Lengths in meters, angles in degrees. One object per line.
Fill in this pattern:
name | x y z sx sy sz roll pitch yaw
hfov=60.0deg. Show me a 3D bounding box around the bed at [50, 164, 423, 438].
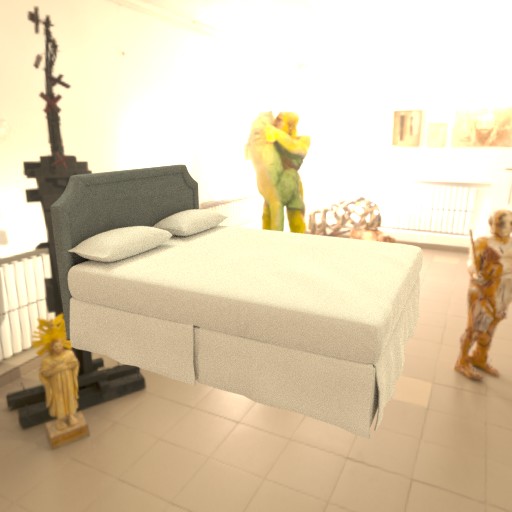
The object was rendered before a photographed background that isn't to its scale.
bed | 0.000 0.000 3.593 2.464 1.306 1.977 8 17 25
